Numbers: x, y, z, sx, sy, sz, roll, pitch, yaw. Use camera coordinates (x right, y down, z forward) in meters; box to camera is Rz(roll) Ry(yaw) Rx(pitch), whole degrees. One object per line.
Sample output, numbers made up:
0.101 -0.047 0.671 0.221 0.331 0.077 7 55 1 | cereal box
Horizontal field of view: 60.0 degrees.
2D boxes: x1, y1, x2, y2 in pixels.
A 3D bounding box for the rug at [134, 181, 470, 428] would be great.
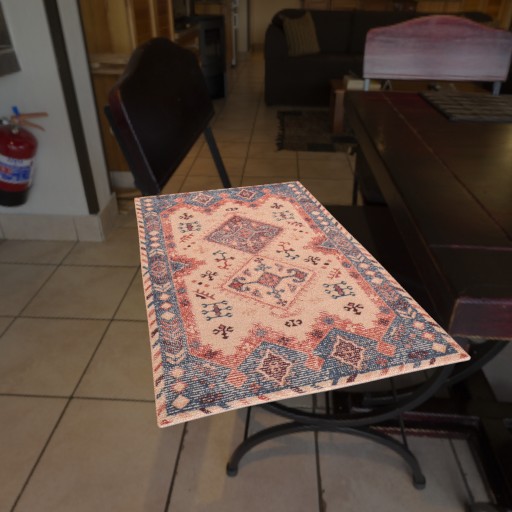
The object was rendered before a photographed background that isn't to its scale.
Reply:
0.000 0.000 3.021 1.521 0.023 2.464 -8 32 -13 | rug
